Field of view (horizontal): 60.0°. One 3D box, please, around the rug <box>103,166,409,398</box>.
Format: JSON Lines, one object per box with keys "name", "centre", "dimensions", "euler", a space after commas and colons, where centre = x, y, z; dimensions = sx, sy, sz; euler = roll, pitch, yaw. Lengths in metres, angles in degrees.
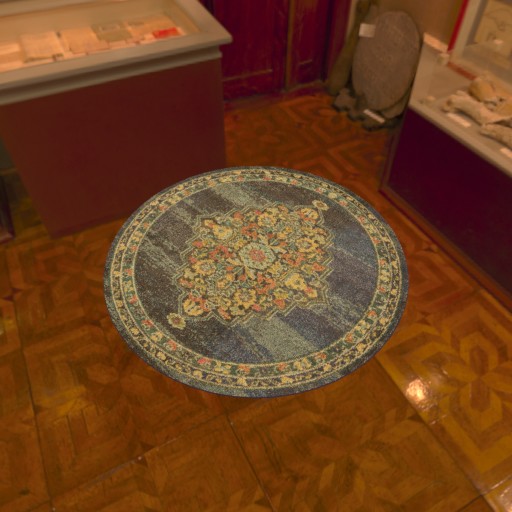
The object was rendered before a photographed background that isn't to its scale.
{"name": "rug", "centre": [0.000, 0.000, 2.367], "dimensions": [1.591, 0.010, 1.591], "euler": [0, 48, 0]}
